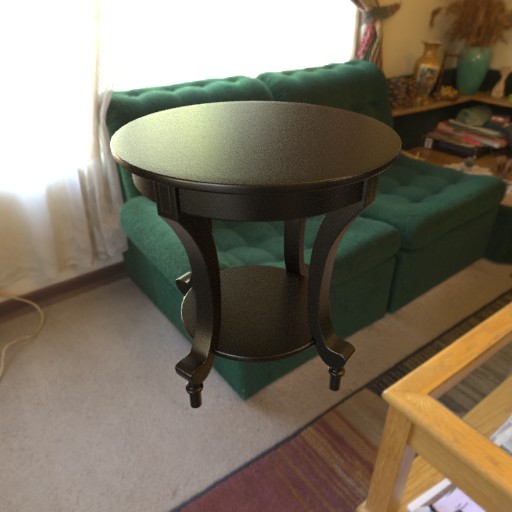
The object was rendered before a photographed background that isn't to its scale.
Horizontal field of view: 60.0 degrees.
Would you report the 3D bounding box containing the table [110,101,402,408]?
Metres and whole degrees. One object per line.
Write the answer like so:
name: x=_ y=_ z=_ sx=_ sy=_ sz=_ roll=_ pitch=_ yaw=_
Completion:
table: x=0.000 y=0.000 z=1.101 sx=0.597 sy=0.618 sz=0.597 roll=0 pitch=31 yaw=0
